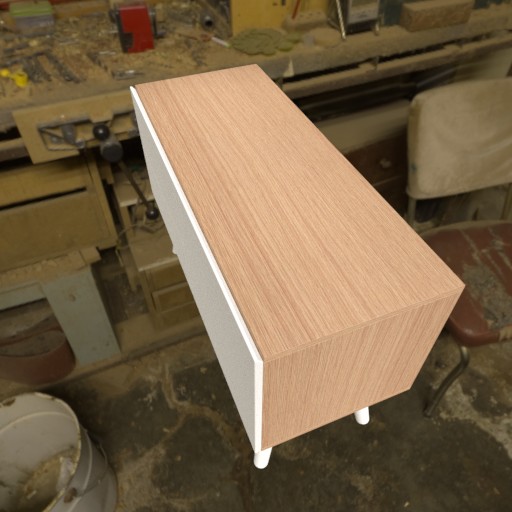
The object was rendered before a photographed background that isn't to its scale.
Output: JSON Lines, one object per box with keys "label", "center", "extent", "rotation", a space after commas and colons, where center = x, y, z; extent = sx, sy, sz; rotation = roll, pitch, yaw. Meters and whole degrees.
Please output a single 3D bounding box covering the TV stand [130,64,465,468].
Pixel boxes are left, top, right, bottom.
{"label": "TV stand", "center": [0.000, 0.000, 1.293], "extent": [0.407, 0.660, 0.991], "rotation": [-16, 49, -15]}
